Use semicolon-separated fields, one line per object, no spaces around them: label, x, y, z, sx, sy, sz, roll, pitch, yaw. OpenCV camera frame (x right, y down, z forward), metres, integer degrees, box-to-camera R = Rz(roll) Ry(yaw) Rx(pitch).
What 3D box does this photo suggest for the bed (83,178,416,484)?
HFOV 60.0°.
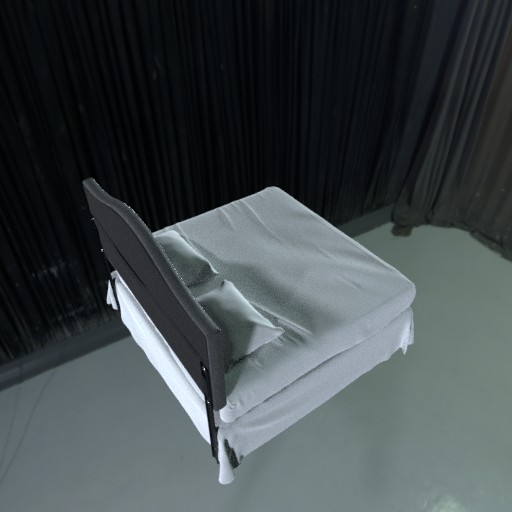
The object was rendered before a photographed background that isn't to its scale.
bed;0.000;0.000;3.827;2.219;1.651;2.314;-25;46;-26
